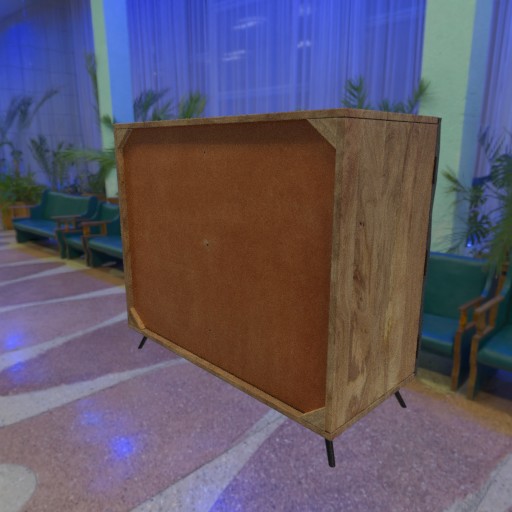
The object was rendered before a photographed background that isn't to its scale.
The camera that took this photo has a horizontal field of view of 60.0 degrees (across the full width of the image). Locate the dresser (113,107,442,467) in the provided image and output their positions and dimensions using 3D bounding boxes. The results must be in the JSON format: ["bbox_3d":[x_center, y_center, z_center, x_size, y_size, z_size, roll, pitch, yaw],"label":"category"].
[{"bbox_3d":[0.000,0.000,1.453,0.446,0.847,0.967,-13,19,-43],"label":"dresser"}]
